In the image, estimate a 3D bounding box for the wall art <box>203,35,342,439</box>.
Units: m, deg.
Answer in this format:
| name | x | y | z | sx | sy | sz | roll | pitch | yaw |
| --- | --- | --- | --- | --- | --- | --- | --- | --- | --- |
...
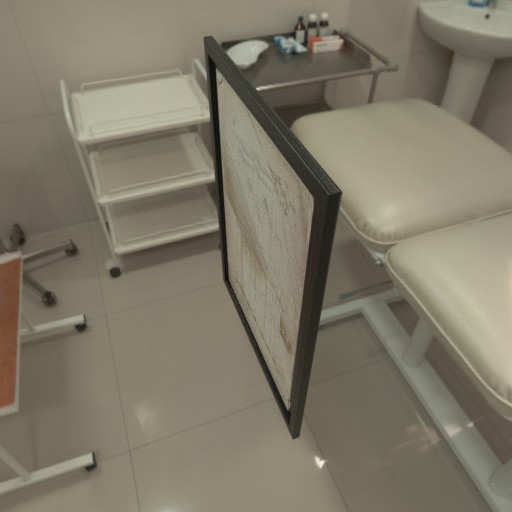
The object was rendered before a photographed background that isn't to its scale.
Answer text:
| name | x | y | z | sx | sy | sz | roll | pitch | yaw |
| --- | --- | --- | --- | --- | --- | --- | --- | --- | --- |
| wall art | 0.000 | 0.000 | 0.866 | 0.016 | 0.657 | 0.480 | -15 | 48 | -14 |
